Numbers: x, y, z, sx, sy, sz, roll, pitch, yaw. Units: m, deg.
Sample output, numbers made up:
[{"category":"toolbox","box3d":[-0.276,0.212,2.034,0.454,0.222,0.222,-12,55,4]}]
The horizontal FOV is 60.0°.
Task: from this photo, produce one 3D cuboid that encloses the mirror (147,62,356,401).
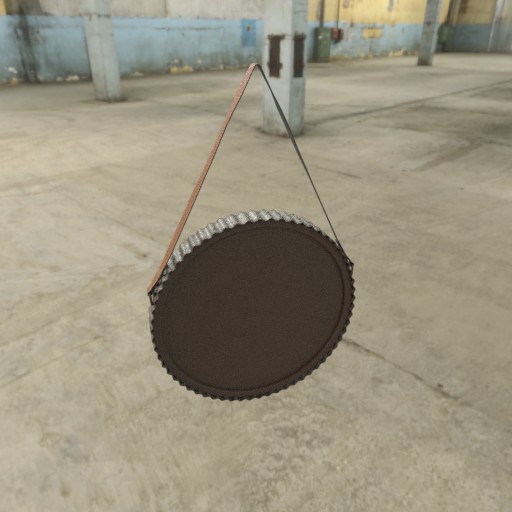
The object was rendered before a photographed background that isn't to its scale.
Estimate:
[{"category":"mirror","box3d":[0.000,0.000,0.710,0.355,0.568,0.042,-8,27,-15]}]
